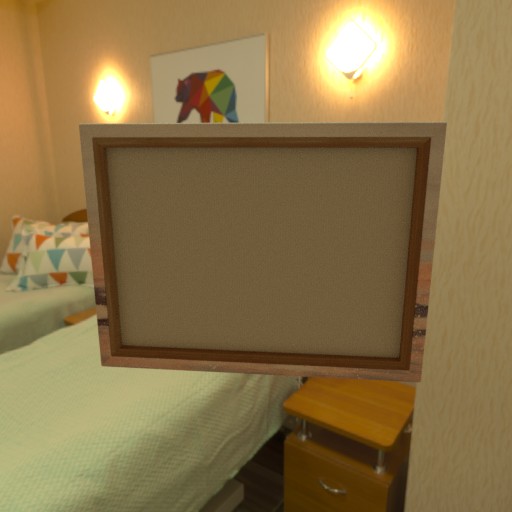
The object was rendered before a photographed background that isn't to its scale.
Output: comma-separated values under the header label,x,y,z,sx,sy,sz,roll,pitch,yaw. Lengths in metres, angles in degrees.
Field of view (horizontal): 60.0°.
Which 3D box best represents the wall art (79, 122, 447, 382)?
label,x,y,z,sx,sy,sz,roll,pitch,yaw
wall art,0.000,0.000,1.325,1.015,0.763,0.038,1,14,6
